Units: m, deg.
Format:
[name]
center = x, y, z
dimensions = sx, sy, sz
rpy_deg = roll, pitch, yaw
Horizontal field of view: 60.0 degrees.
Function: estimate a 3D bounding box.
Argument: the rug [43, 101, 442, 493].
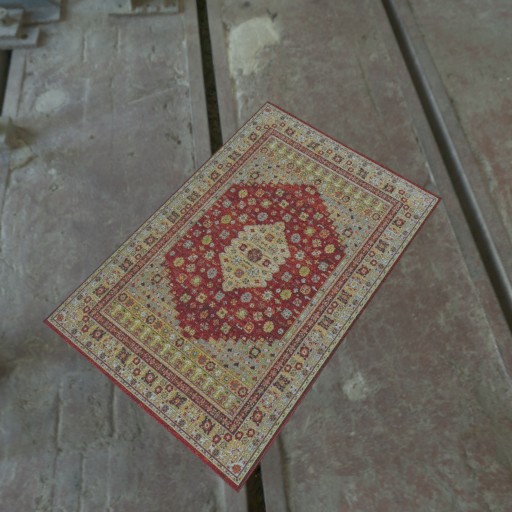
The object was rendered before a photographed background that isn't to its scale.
[rug]
center = 0.000, 0.000, 2.279
dimensions = 1.194, 0.013, 1.802
rpy_deg = 34, 68, 16
